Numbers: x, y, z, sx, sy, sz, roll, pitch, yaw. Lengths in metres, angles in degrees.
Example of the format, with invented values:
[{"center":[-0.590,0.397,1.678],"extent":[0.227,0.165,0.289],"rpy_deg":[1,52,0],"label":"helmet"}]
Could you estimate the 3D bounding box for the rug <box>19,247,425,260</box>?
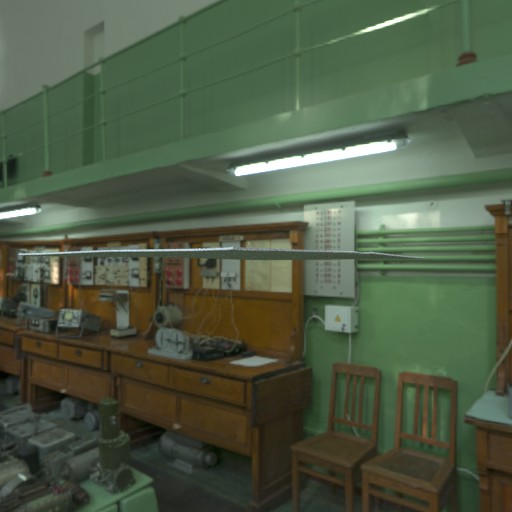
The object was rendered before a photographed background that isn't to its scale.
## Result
[{"center":[0.000,0.000,2.272],"extent":[1.179,0.022,1.820],"rpy_deg":[-1,-2,37],"label":"rug"}]
